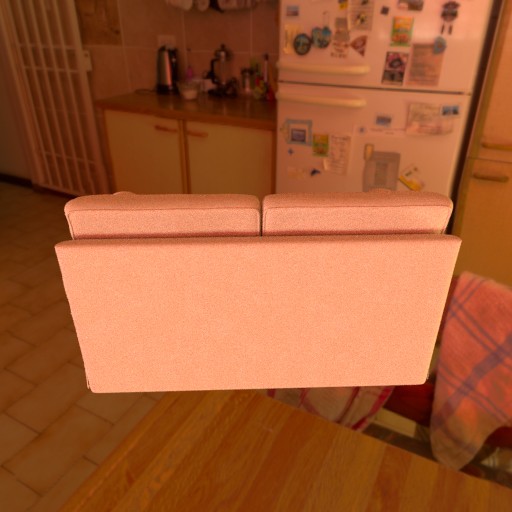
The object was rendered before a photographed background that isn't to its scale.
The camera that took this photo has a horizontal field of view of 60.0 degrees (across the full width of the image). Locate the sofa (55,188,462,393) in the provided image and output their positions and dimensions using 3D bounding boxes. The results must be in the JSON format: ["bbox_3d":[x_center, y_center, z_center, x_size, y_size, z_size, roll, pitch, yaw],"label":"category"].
[{"bbox_3d":[0.000,0.000,2.346,1.727,0.940,0.991,-1,29,-2],"label":"sofa"}]
